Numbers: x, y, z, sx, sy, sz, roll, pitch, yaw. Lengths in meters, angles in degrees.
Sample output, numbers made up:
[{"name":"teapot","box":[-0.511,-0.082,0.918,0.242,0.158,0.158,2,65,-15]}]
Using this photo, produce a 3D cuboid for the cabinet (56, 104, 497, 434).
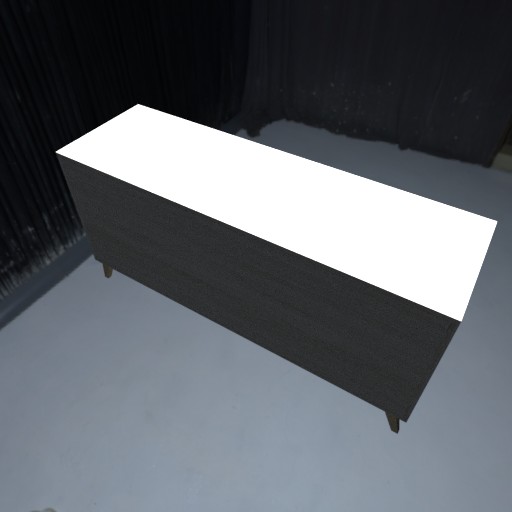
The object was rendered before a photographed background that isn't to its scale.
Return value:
[{"name":"cabinet","box":[0.000,0.000,1.962,1.649,0.780,0.500,24,50,22]}]
